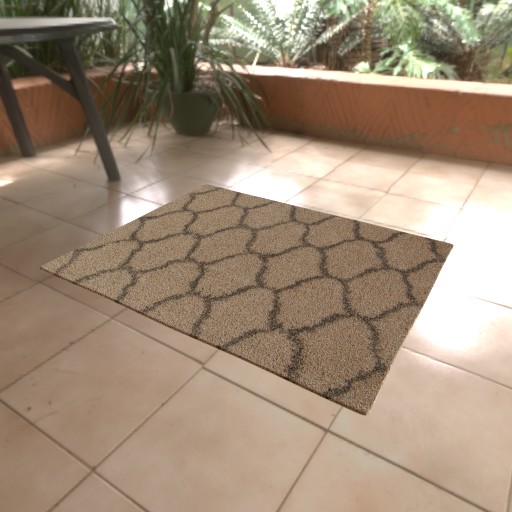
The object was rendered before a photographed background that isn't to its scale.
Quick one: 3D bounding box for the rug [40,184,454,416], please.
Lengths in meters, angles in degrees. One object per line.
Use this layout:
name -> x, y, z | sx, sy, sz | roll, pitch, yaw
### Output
rug -> 0.000, 0.000, 4.066 | 3.000, 0.026, 2.399 | 18, 34, 28
